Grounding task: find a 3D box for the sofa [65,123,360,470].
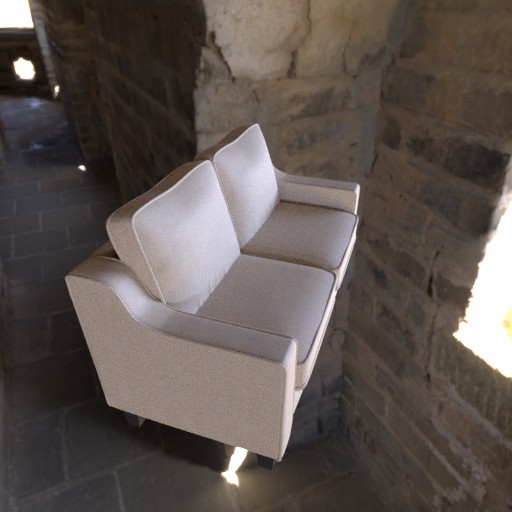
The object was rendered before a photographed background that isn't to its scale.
[{"bbox_3d":[0.000,0.000,3.535,1.351,1.562,2.587,10,33,17],"label":"sofa"}]
